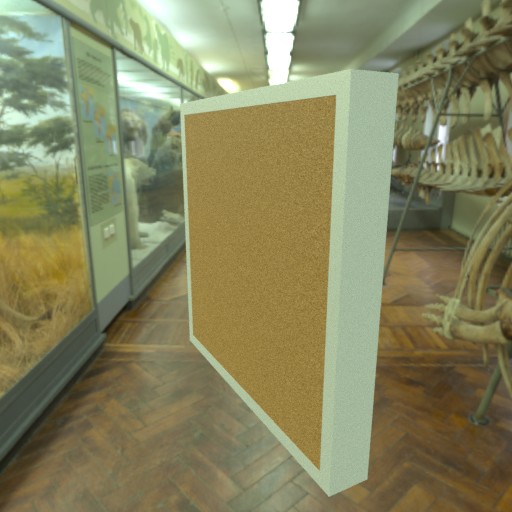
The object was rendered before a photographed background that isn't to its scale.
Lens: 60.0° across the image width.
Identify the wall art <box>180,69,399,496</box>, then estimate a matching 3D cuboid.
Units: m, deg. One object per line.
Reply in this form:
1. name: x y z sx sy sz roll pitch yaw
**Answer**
1. wall art: 0.000 0.000 0.435 0.038 0.302 0.305 -8 17 -27
